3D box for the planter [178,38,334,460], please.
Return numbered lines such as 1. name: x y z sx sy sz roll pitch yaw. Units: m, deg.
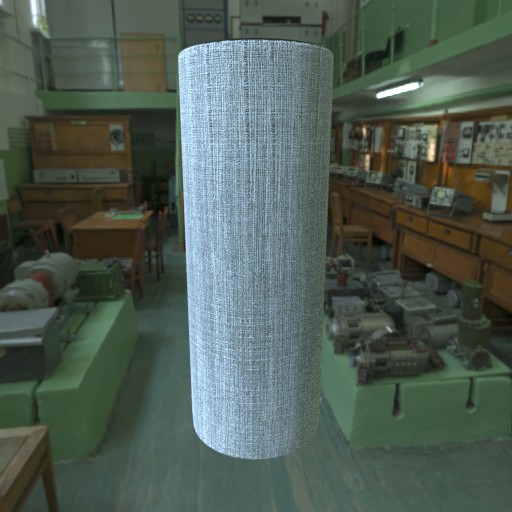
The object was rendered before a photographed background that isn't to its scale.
1. planter: 0.000 0.000 0.322 0.100 0.270 0.100 -2 14 -8
